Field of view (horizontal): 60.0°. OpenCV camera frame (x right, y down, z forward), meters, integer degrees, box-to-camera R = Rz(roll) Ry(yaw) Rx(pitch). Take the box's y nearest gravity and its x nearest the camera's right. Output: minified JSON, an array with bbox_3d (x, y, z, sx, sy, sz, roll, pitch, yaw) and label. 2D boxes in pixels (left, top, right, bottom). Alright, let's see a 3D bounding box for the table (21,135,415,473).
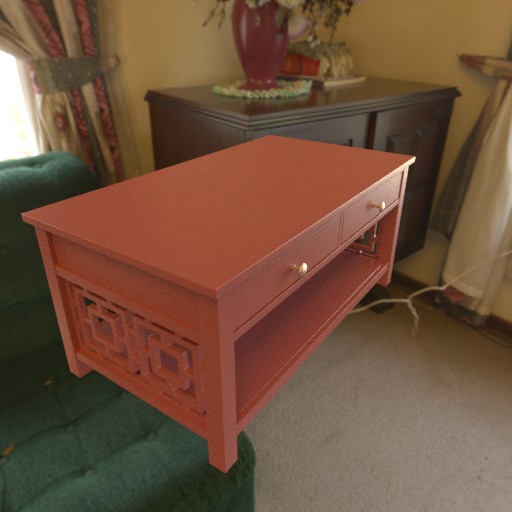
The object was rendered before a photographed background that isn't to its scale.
[{"bbox_3d":[0.000,0.000,1.396,0.612,0.493,1.068,18,32,31],"label":"table"}]
